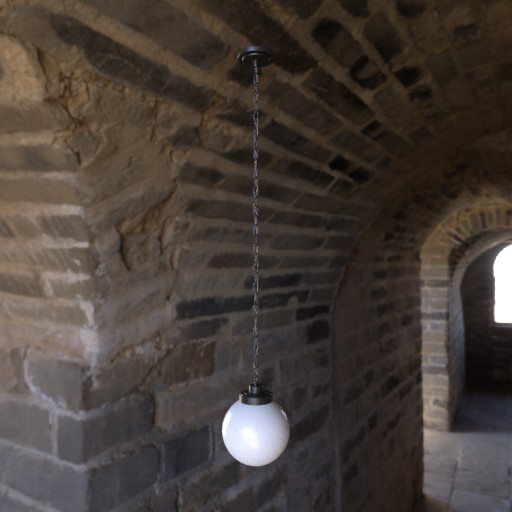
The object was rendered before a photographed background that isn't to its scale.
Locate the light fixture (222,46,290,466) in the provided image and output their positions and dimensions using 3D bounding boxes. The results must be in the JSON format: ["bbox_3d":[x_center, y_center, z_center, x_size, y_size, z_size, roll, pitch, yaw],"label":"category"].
[{"bbox_3d":[0.000,0.000,2.028,0.304,1.867,0.305,1,-2,-18],"label":"light fixture"}]
